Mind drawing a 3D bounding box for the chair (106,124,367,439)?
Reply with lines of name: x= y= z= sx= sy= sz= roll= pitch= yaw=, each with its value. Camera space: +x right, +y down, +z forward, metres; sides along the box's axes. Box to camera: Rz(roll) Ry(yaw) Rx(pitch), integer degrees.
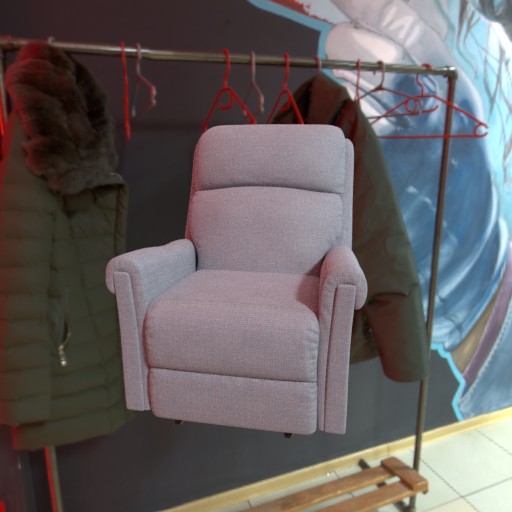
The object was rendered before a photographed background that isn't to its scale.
chair: x=0.000 y=0.000 z=1.809 sx=0.838 sy=1.054 sz=1.014 roll=3 pitch=15 yaw=10
